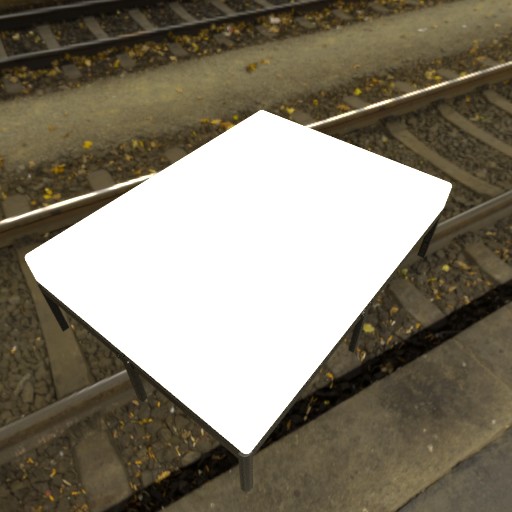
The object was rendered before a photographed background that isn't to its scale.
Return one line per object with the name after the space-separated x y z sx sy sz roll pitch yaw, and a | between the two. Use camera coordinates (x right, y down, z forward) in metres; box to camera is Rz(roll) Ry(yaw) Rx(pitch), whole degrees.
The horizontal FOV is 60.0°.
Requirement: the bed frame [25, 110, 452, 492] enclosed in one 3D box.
0.000 0.000 2.791 1.557 0.659 2.072 30 53 26 | bed frame
